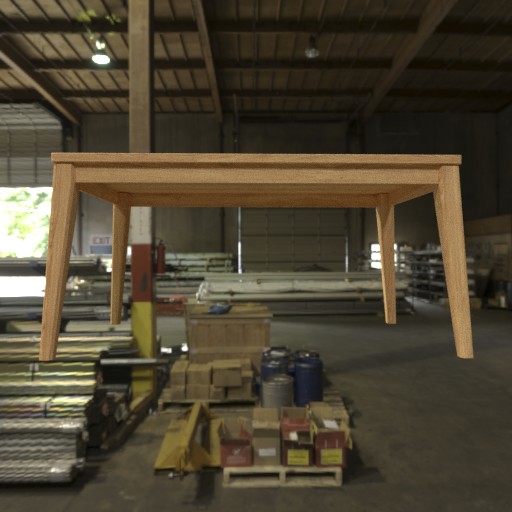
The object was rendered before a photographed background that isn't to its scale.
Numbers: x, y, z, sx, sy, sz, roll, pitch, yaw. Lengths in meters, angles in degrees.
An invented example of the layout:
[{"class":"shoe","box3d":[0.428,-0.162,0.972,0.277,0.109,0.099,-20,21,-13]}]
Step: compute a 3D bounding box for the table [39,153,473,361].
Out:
[{"class":"table","box3d":[0.000,0.000,2.073,1.600,0.760,0.900,0,0,-1]}]
